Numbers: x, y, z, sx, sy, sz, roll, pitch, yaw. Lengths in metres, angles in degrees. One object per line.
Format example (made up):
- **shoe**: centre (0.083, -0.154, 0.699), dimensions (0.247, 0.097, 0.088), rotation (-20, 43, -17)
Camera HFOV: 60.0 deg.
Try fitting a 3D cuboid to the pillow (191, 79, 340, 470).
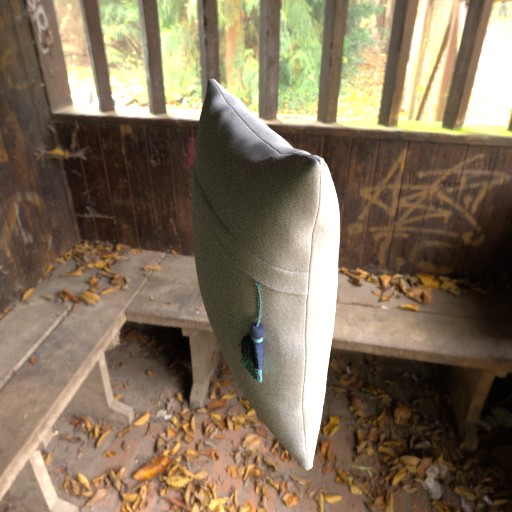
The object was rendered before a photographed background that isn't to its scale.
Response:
- **pillow**: centre (0.000, 0.000, 0.664), dimensions (0.173, 0.436, 0.433), rotation (-9, 32, -15)
